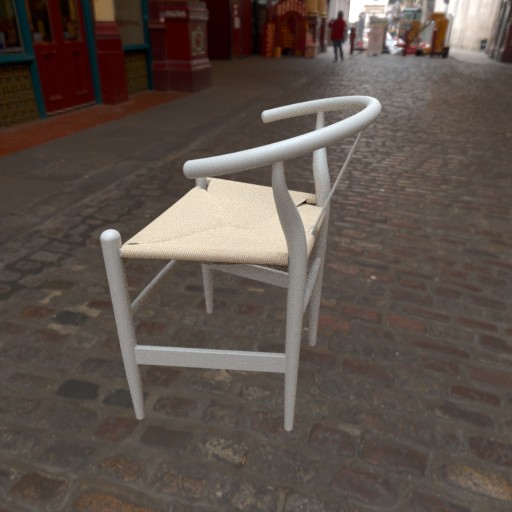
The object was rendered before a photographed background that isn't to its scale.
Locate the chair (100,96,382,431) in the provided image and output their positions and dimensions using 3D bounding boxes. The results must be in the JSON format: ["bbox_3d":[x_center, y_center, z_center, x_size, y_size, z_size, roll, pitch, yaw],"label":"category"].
[{"bbox_3d":[0.000,0.000,1.077,0.500,0.736,0.533,8,29,14],"label":"chair"}]
